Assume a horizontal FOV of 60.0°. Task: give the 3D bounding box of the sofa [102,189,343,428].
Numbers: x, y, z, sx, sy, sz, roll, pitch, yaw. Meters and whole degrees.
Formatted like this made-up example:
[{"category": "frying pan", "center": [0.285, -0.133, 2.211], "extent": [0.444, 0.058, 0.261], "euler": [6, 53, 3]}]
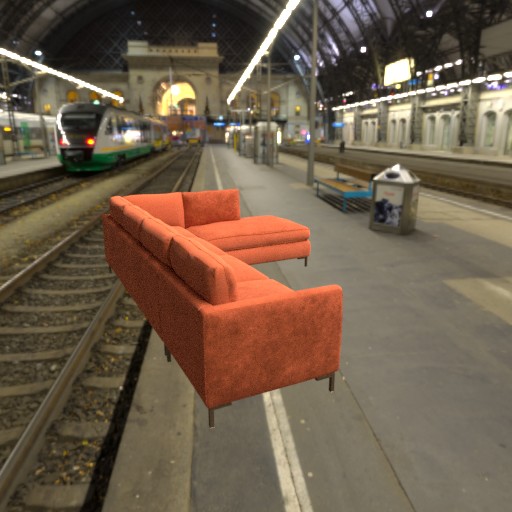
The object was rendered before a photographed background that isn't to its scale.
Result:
[{"category": "sofa", "center": [0.000, 0.000, 3.456], "extent": [1.879, 0.757, 2.736], "euler": [-8, 17, -26]}]
